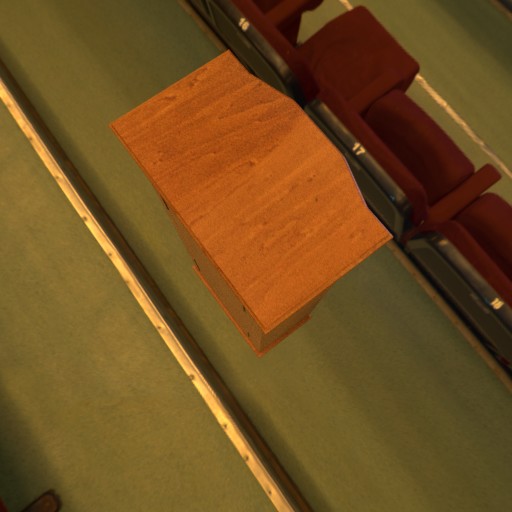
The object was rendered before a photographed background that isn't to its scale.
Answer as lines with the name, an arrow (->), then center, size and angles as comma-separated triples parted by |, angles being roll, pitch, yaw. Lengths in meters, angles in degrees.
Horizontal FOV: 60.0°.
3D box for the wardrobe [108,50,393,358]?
wardrobe -> 0.000, 0.000, 1.127 | 0.273, 0.959, 0.406 | -36, 77, -9
